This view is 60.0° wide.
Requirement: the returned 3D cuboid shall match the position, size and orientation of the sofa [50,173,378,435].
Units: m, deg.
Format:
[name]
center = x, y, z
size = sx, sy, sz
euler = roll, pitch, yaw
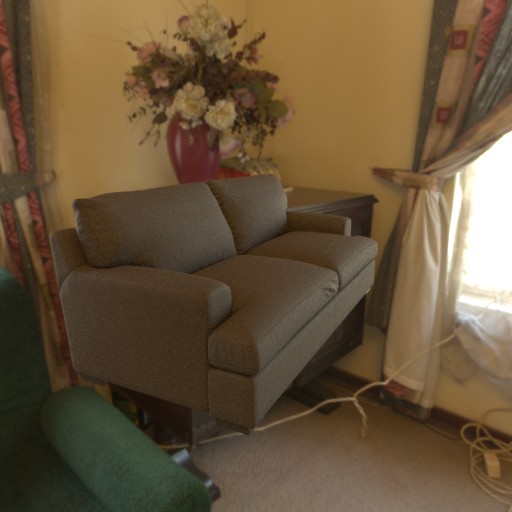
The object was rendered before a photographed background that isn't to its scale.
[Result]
[sofa]
center = 0.000, 0.000, 2.894
size = 1.140, 0.950, 2.271
euler = 7, 16, 26
